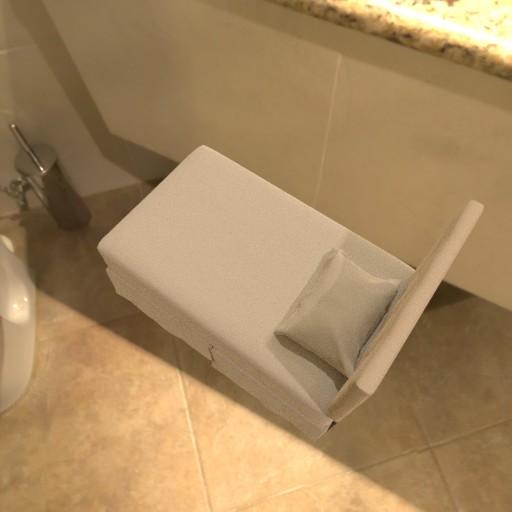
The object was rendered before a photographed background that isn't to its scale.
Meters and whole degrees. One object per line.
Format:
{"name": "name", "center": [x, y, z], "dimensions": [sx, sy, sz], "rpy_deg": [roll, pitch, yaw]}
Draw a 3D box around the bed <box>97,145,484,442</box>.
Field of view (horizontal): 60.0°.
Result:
{"name": "bed", "center": [0.000, 0.000, 2.919], "dimensions": [1.997, 1.571, 1.261], "rpy_deg": [33, 67, 16]}
